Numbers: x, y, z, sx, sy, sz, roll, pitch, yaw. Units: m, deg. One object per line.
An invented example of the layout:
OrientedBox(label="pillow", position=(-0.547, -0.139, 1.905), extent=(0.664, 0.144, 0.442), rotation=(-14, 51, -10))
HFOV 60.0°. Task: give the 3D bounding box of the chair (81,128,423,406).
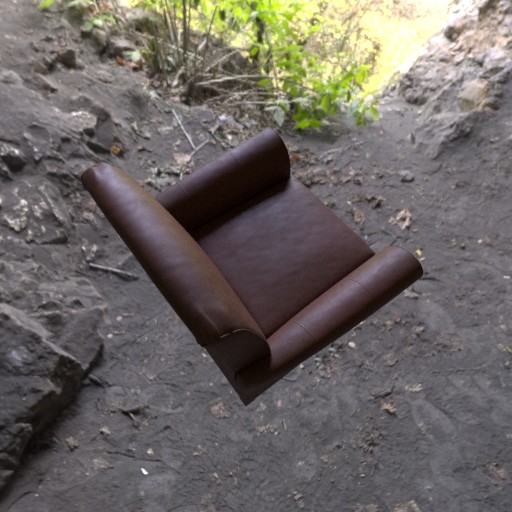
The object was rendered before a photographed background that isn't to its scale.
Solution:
OrientedBox(label="chair", position=(0.000, 0.000, 1.819), extent=(0.902, 1.061, 0.978), rotation=(-33, 64, -18))
